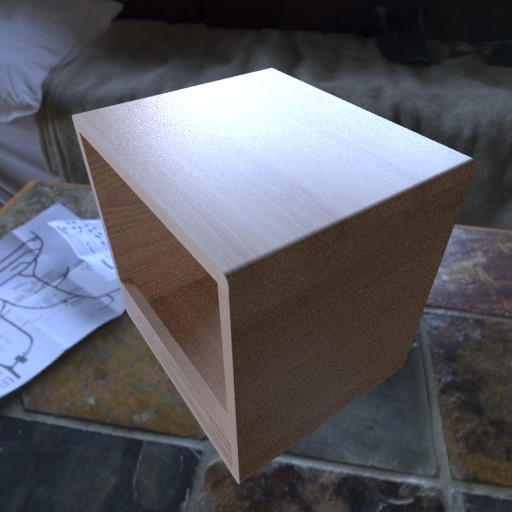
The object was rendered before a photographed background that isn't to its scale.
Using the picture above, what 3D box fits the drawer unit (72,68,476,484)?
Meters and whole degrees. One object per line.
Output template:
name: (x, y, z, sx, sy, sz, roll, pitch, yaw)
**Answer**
drawer unit: (0.000, 0.000, 0.590, 0.290, 0.344, 0.344, -25, 46, -26)
